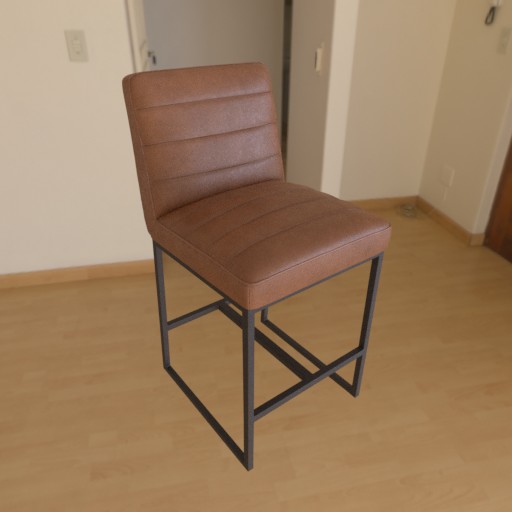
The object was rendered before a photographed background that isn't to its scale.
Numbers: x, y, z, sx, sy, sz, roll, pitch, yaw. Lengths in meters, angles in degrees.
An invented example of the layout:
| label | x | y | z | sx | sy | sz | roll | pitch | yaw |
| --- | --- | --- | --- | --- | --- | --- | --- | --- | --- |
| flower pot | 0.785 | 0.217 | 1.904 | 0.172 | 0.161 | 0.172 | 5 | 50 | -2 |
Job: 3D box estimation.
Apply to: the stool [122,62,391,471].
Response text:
| label | x | y | z | sx | sy | sz | roll | pitch | yaw |
| --- | --- | --- | --- | --- | --- | --- | --- | --- | --- |
| stool | 0.000 | 0.000 | 1.234 | 0.458 | 0.940 | 0.556 | -21 | 35 | -32 |
